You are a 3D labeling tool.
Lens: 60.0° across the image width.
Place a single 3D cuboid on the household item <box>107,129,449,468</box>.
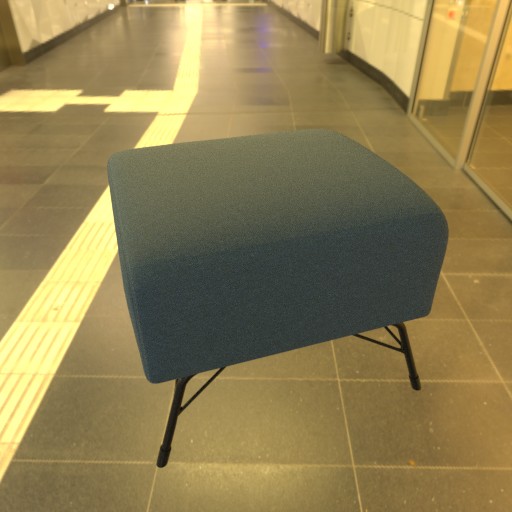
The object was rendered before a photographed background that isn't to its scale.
[{"bbox_3d":[0.000,0.000,0.912,0.530,0.420,0.530,-11,35,-15],"label":"household item"}]
